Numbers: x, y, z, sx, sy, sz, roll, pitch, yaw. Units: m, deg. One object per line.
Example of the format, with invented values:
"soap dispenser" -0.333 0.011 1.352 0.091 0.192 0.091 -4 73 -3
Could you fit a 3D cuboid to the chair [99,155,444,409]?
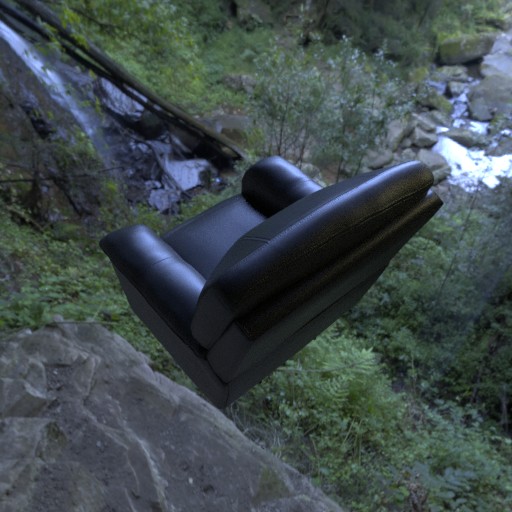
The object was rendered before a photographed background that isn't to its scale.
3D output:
"chair" 0.000 0.000 2.051 1.096 1.109 1.087 -32 53 -27
